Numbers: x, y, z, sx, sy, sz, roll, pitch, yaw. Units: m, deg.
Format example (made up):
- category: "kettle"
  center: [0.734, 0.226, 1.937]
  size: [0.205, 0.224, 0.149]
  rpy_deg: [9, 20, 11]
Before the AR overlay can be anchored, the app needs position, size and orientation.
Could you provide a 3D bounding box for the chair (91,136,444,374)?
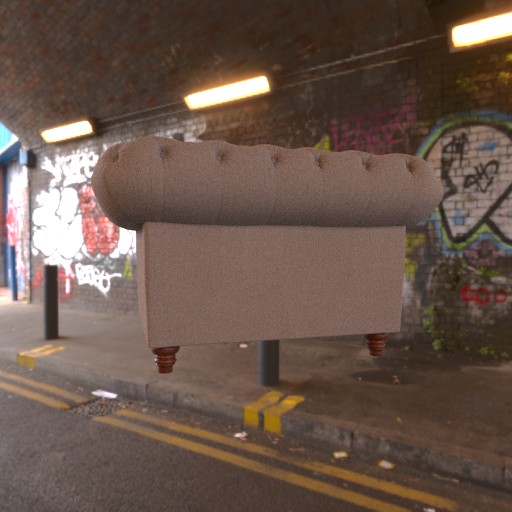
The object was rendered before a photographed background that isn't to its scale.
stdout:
- category: "chair"
  center: [0.000, 0.000, 1.869]
  size: [1.270, 0.770, 0.976]
  rpy_deg: [0, 1, -17]
